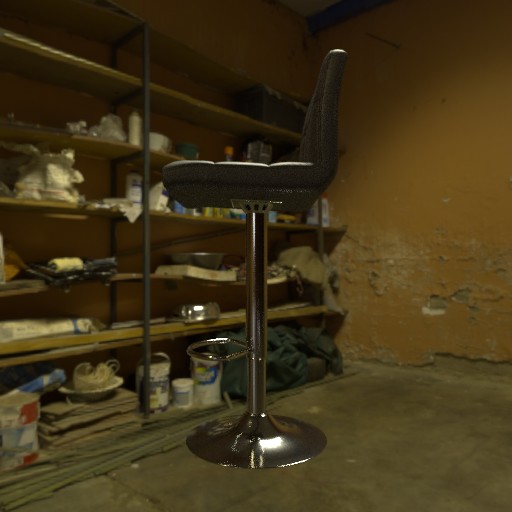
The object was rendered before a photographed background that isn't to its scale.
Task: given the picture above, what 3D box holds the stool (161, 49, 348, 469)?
[{"bbox_3d":[0.000,0.000,1.364,0.505,1.115,0.430,0,-2,0],"label":"stool"}]
